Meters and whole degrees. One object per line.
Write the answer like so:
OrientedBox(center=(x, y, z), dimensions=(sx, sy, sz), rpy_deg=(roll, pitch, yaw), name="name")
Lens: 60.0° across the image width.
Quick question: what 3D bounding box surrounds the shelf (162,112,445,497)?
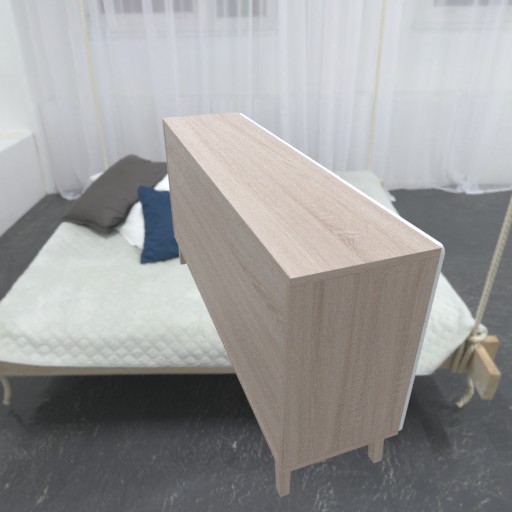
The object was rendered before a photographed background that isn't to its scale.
OrientedBox(center=(0.000, 0.000, 1.744), dimensions=(0.400, 0.780, 1.490), rpy_deg=(-10, 32, -17), name="shelf")
